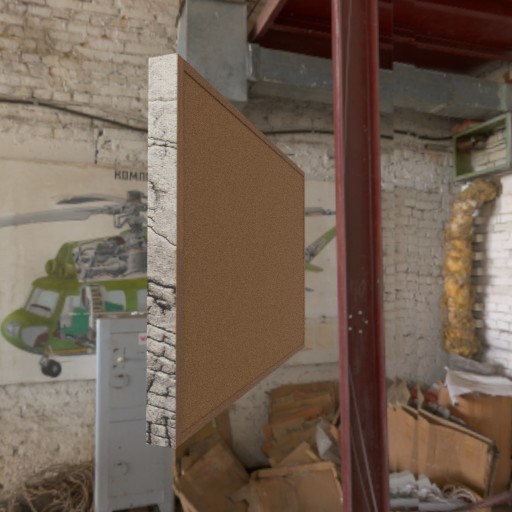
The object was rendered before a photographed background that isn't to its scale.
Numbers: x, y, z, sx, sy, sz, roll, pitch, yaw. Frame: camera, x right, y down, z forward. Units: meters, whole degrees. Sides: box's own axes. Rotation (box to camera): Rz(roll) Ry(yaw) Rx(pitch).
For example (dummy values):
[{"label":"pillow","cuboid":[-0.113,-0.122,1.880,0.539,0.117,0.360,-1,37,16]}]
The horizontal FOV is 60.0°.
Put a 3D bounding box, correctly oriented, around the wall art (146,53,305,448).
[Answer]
[{"label":"wall art","cuboid":[0.000,0.000,0.751,0.035,0.407,0.613,-1,-2,19]}]
